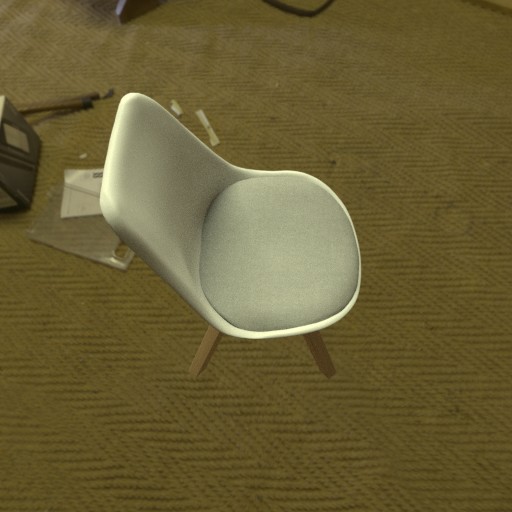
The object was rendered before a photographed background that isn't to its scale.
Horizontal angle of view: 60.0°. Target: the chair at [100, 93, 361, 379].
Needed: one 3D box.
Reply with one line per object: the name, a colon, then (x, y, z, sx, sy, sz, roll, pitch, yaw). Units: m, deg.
chair: (0.000, 0.000, 1.172, 0.550, 0.850, 0.485, 1, 62, 0)
